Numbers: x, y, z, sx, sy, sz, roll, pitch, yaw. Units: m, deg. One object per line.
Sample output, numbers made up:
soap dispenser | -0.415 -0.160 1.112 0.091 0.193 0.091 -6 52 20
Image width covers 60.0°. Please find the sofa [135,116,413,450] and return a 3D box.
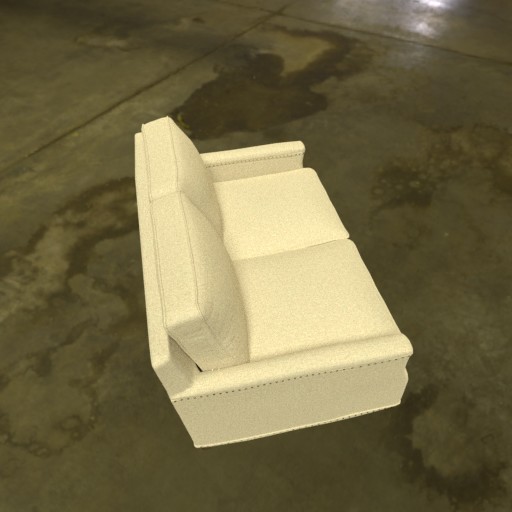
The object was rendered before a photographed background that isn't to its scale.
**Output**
sofa | 0.000 0.000 2.322 1.084 1.003 1.597 -9 47 -9
